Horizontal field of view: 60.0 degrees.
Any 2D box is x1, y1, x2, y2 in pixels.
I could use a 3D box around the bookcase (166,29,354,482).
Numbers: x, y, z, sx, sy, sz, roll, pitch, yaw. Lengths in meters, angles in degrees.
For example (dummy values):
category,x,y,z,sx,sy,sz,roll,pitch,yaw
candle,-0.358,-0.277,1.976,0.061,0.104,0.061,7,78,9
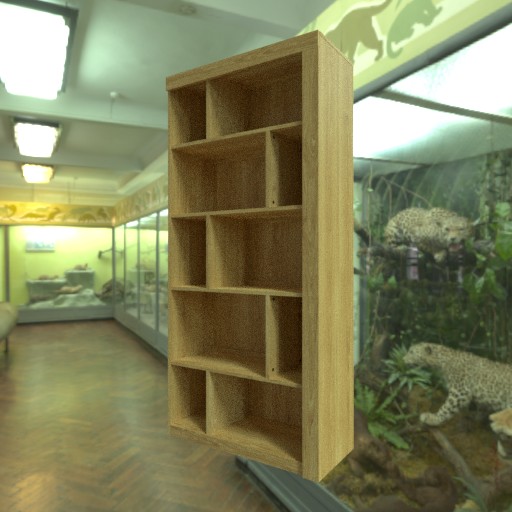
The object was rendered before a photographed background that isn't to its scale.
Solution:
category,x,y,z,sx,sy,sz,roll,pitch,yaw
bookcase,0.000,0.000,2.412,0.950,2.020,0.420,0,0,34
